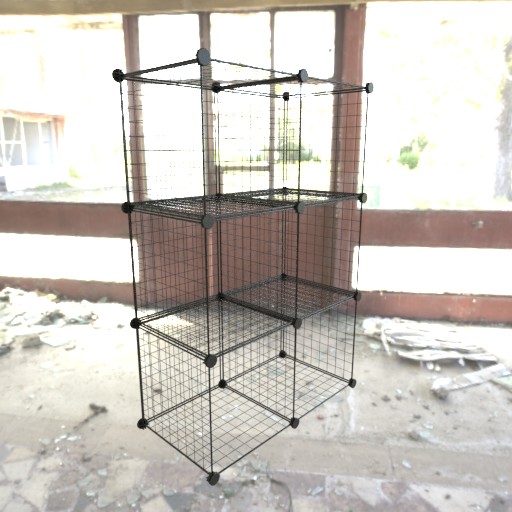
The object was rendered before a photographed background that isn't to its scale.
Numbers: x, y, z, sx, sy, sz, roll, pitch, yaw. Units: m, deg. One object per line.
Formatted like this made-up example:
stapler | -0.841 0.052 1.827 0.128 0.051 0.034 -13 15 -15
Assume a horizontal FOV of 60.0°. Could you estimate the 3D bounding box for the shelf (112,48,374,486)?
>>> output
shelf | 0.000 0.000 1.402 0.356 1.067 0.711 13 19 42
